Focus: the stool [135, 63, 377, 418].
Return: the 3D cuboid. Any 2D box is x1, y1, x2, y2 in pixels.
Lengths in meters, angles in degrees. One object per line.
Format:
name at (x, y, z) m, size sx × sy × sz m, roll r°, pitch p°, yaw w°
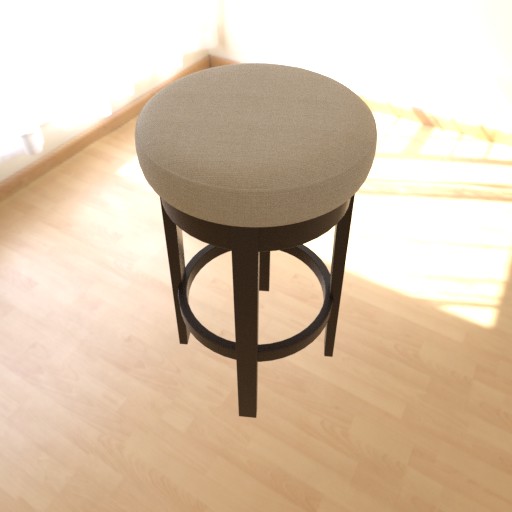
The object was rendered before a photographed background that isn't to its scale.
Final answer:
stool at (0.000, 0.000, 1.033) m, size 0.446 × 0.758 × 0.446 m, roll 0°, pitch 46°, yaw 0°
